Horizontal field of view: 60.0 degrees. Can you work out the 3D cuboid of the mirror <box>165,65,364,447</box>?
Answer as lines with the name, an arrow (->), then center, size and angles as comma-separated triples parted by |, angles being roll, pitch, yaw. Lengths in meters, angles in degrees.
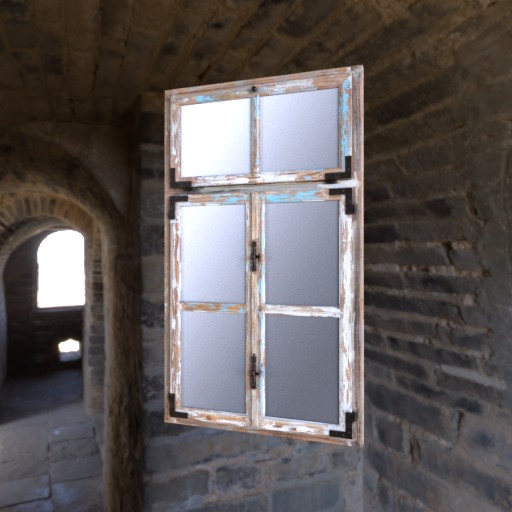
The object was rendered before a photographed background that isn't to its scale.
mirror -> 0.000, 0.000, 1.508 | 0.707, 1.213, 0.083 | 0, 0, 18
